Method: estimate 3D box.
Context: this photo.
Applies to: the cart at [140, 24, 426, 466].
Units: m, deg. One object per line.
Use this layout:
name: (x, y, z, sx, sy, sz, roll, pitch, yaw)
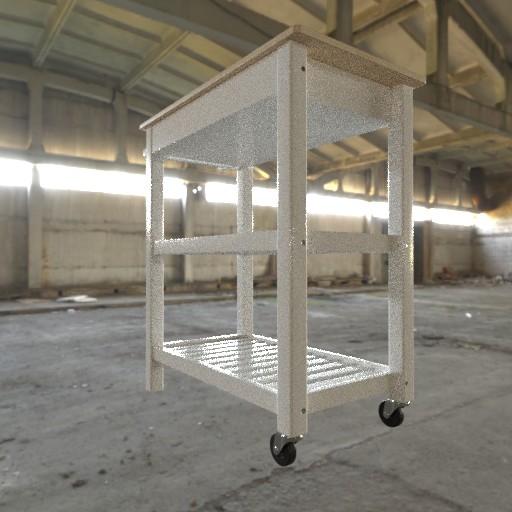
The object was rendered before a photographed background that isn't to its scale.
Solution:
cart: (0.000, 0.000, 1.383, 0.457, 0.927, 0.899, 0, -1, -36)
